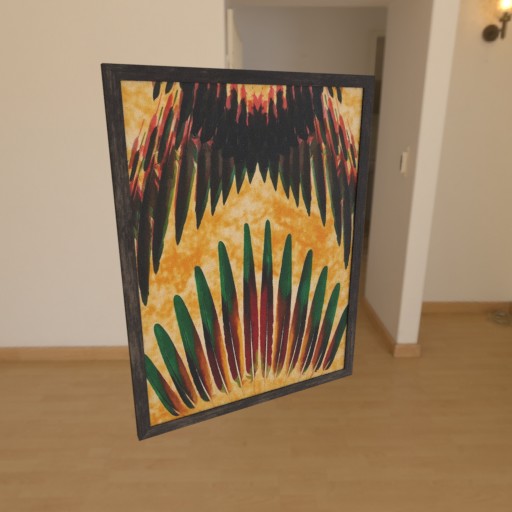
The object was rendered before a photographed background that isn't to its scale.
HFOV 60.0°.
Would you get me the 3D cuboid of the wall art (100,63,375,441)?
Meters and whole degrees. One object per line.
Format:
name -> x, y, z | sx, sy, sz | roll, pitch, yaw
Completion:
wall art -> 0.000, 0.000, 1.377 | 0.812, 1.066, 0.029 | -9, 20, -25
